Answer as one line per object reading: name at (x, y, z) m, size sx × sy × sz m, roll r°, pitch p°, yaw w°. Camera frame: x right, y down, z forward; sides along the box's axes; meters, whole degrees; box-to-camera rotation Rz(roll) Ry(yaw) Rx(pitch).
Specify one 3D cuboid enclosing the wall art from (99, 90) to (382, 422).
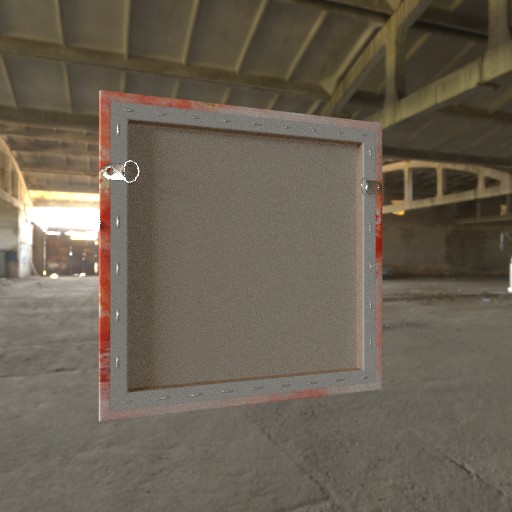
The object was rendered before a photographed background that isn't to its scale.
wall art at (0.000, 0.000, 1.120) m, size 0.747 × 0.746 × 0.064 m, roll 0°, pitch 0°, yaw -19°
